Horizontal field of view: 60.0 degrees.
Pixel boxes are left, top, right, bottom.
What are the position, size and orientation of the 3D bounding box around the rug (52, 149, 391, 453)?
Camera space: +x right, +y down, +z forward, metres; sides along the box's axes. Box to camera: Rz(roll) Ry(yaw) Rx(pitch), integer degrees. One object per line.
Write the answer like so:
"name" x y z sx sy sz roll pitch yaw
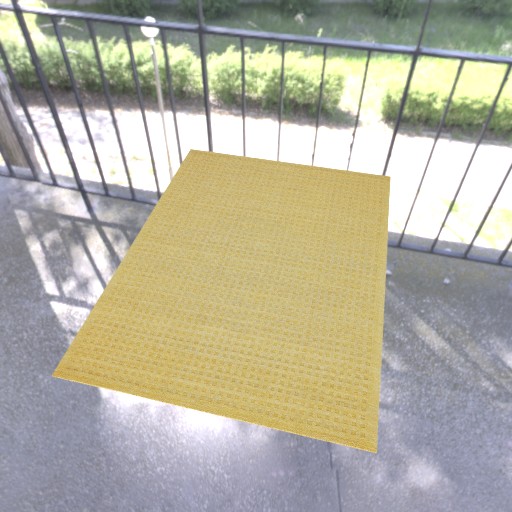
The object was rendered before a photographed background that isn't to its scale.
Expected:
"rug" 0.000 0.000 4.333 2.486 0.015 3.242 10 47 9
